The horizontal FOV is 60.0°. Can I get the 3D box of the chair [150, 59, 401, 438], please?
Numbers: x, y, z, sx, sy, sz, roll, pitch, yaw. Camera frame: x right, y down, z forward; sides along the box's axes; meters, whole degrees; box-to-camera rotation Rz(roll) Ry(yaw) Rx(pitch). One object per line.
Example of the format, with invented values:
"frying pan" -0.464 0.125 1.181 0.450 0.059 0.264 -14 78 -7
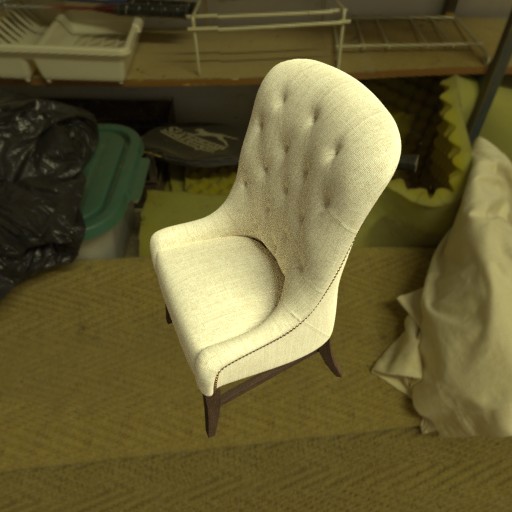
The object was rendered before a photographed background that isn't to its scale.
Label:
"chair" 0.000 0.000 1.478 0.629 1.091 0.634 -17 48 -16
